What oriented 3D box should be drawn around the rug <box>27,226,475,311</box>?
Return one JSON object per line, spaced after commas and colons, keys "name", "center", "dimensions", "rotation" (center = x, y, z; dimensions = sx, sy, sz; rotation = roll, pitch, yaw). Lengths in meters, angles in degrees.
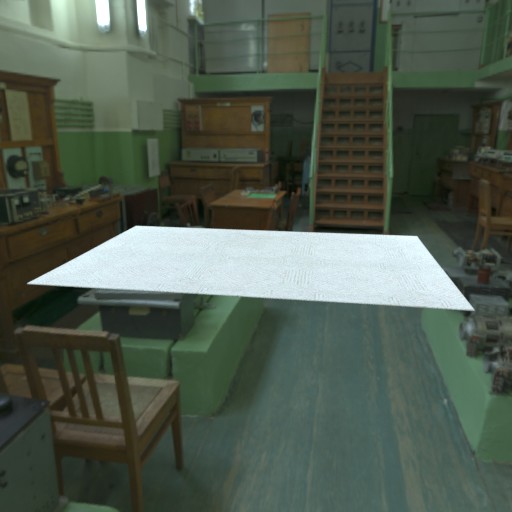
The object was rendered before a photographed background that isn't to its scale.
{"name": "rug", "center": [0.000, 0.000, 3.099], "dimensions": [2.440, 0.008, 1.524], "rotation": [3, 17, 9]}
